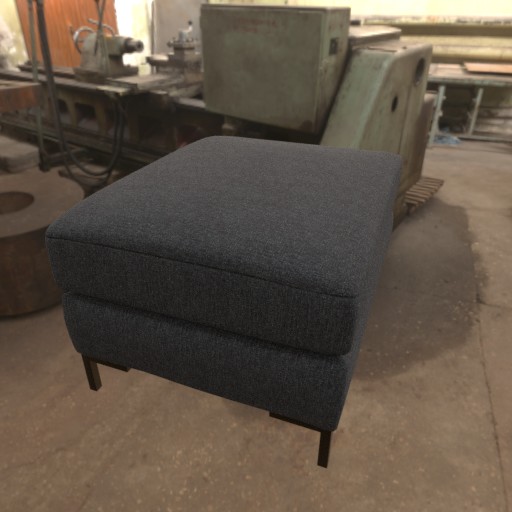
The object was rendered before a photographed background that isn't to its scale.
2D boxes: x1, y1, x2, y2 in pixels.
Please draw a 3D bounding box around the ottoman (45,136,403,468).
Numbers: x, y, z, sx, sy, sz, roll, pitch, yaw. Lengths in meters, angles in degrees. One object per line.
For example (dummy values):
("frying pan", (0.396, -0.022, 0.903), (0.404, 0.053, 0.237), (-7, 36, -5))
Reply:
("ottoman", (0.000, 0.000, 1.274), (0.695, 0.533, 0.831), (11, 31, 18))
